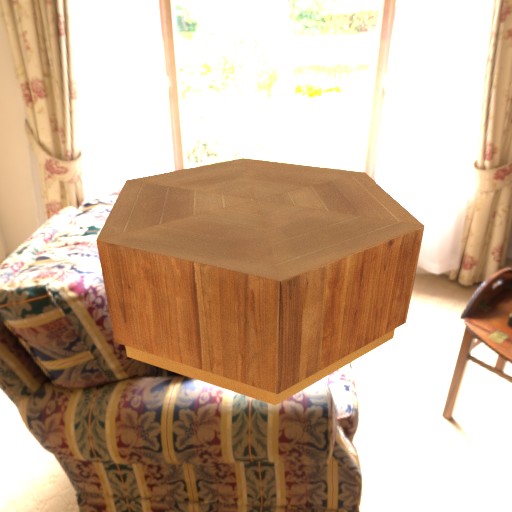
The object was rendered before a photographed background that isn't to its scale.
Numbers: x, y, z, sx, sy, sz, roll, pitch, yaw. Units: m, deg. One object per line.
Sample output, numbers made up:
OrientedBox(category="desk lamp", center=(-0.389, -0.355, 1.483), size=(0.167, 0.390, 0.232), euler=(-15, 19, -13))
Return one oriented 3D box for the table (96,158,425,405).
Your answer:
OrientedBox(category="table", center=(0.000, 0.000, 1.698), size=(1.154, 0.456, 1.000), euler=(-19, 33, -32))
